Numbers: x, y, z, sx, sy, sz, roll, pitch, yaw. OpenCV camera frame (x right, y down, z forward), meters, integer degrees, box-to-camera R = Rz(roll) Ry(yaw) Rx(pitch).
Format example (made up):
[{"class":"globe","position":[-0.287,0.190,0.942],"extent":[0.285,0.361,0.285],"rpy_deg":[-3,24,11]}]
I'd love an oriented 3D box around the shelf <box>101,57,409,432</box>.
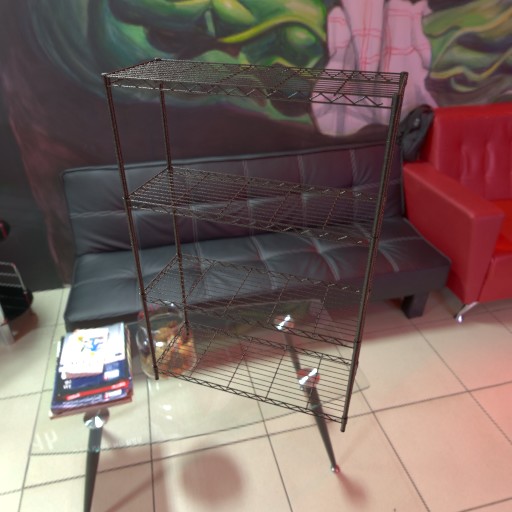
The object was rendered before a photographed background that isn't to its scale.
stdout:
[{"class":"shelf","position":[0.000,0.000,1.754],"extent":[0.907,1.361,0.352],"rpy_deg":[10,34,16]}]
